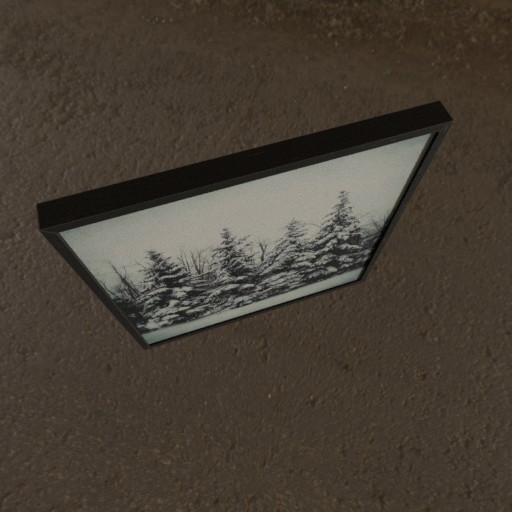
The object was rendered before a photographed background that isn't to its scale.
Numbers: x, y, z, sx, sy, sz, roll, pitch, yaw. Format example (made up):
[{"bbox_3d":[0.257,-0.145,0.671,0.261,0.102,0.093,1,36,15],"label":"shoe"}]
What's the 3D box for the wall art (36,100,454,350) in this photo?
[{"bbox_3d":[0.000,0.000,0.748,0.506,0.506,0.036,-16,65,-8],"label":"wall art"}]
